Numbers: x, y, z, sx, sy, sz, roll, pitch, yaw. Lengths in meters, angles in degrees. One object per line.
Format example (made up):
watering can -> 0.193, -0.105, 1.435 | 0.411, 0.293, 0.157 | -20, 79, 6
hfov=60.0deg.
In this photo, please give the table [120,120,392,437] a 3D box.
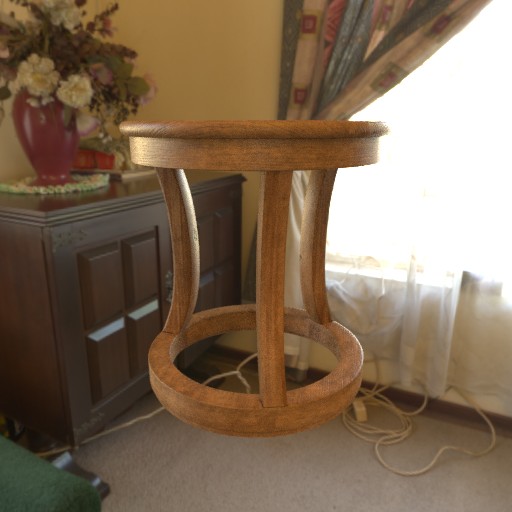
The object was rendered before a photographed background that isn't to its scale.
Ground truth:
table -> 0.000, 0.000, 0.793 | 0.432, 0.460, 0.432 | 0, 16, 0
